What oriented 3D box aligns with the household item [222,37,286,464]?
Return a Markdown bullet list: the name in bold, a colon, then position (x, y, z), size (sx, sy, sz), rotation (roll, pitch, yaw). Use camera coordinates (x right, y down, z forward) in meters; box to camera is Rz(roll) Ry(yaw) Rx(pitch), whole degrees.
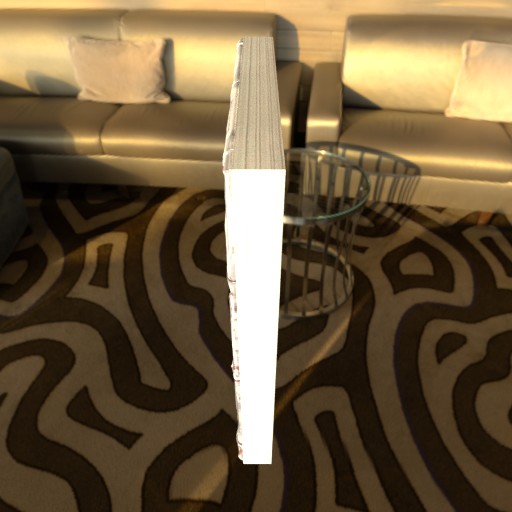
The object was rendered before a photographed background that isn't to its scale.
- **household item**: position (0.000, 0.000, 0.281), size (0.025, 0.216, 0.165), rotation (0, 40, 0)
